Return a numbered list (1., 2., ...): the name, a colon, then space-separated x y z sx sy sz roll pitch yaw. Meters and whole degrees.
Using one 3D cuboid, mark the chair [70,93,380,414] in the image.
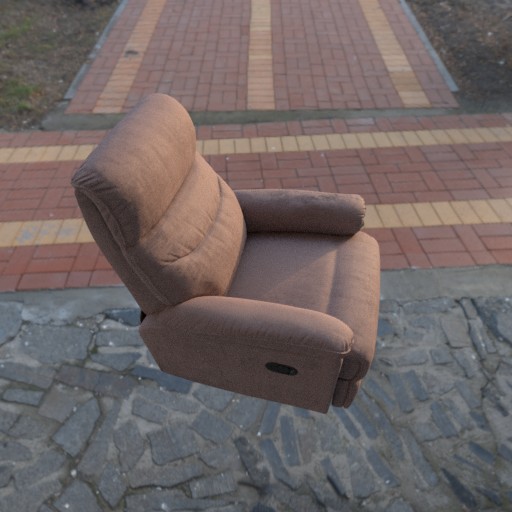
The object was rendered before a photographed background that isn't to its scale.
1. chair: 0.000 0.000 1.740 1.004 1.037 0.820 9 46 9
